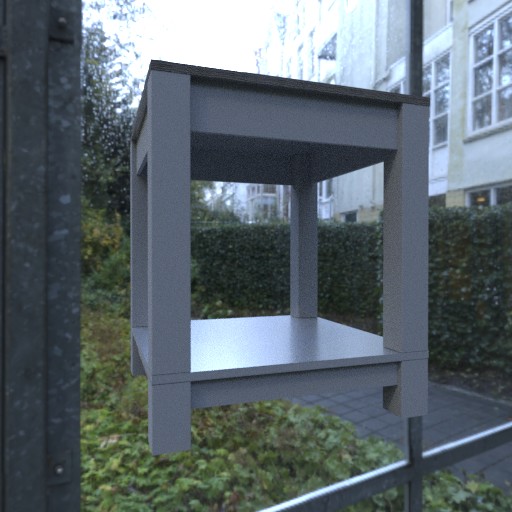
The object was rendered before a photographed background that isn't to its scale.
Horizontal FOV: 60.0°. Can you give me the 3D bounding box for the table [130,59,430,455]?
[{"bbox_3d":[0.000,0.000,0.977,0.504,0.587,0.506,0,1,-19],"label":"table"}]
